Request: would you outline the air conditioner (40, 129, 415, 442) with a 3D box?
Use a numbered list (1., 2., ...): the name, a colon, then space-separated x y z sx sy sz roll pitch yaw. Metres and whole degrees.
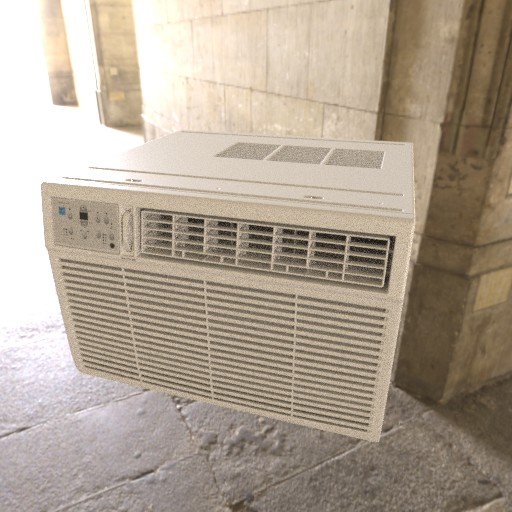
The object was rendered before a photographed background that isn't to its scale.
1. air conditioner: 0.000 0.000 1.045 0.645 0.455 0.599 8 27 16
